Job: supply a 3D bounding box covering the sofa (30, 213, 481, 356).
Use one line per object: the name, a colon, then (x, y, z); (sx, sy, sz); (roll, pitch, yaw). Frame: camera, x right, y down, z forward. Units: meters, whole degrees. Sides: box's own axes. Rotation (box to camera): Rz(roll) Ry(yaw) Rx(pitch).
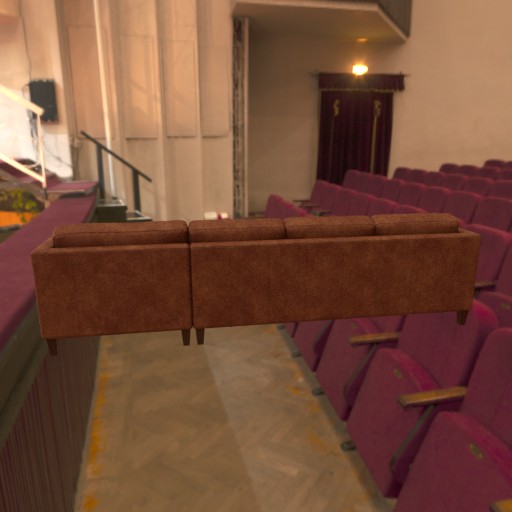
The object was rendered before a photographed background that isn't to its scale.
sofa: (0.000, 0.000, 3.909); (3.203, 0.883, 1.581); (-2, 15, -9)
